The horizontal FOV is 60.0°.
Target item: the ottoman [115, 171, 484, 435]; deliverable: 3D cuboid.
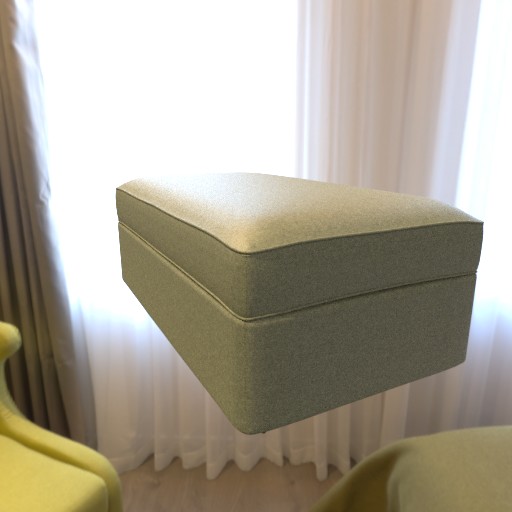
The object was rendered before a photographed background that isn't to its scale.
[{"bbox_3d":[0.000,0.000,1.468,0.681,0.494,1.173,-8,17,-27],"label":"ottoman"}]
